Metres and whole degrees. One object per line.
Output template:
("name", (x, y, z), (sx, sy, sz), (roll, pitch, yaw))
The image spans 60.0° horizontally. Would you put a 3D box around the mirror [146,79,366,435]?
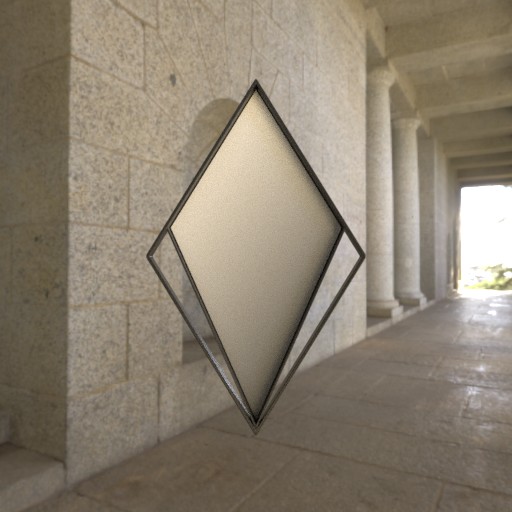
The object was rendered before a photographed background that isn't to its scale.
("mirror", (0.000, 0.000, 0.860), (0.419, 0.679, 0.032), (0, -1, 0))
